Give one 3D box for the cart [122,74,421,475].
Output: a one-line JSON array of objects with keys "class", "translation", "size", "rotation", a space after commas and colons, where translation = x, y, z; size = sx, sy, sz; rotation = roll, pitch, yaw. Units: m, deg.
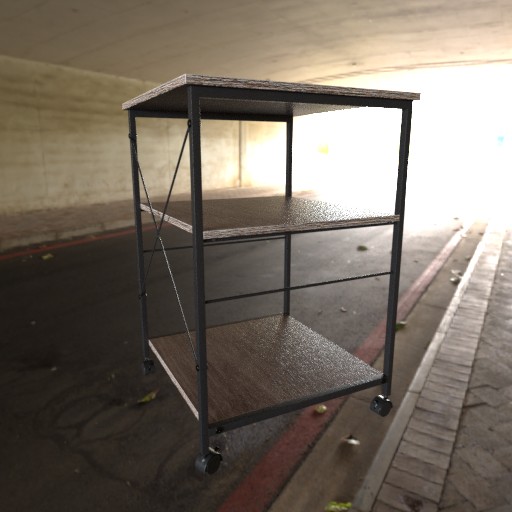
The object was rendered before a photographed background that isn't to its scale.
[{"class": "cart", "translation": [0.000, 0.000, 1.134], "size": [0.520, 0.762, 0.521], "rotation": [-7, 15, -26]}]
